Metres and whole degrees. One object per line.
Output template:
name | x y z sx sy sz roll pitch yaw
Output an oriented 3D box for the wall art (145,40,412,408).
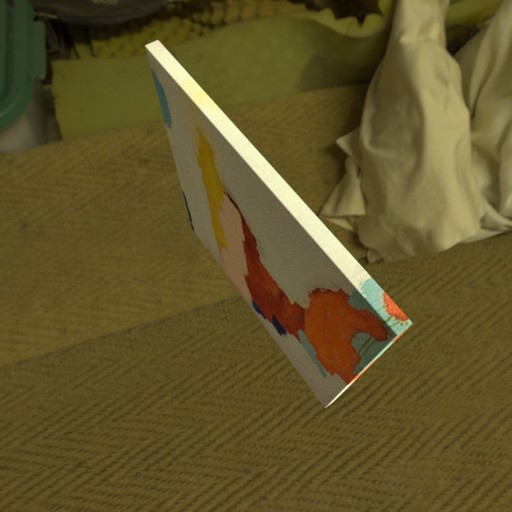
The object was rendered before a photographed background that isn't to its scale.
wall art | 0.000 0.000 1.511 0.044 1.017 1.017 -32 68 -15
